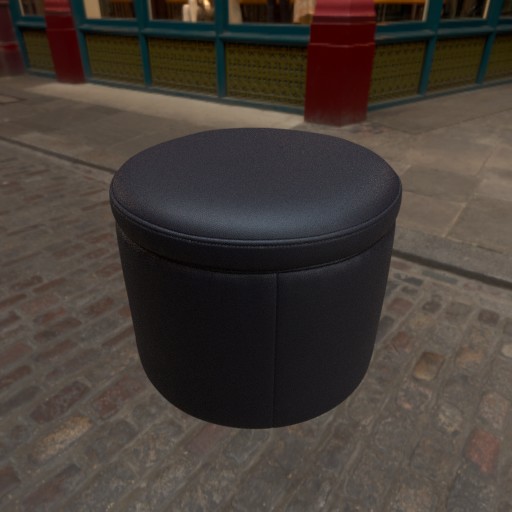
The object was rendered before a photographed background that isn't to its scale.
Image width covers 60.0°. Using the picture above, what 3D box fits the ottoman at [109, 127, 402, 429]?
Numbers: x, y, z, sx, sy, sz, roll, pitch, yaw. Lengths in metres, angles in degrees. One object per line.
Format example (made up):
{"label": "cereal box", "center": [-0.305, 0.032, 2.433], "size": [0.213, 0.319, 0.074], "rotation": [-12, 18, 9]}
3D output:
{"label": "ottoman", "center": [0.000, 0.000, 0.868], "size": [0.501, 0.409, 0.501], "rotation": [0, 31, 0]}
